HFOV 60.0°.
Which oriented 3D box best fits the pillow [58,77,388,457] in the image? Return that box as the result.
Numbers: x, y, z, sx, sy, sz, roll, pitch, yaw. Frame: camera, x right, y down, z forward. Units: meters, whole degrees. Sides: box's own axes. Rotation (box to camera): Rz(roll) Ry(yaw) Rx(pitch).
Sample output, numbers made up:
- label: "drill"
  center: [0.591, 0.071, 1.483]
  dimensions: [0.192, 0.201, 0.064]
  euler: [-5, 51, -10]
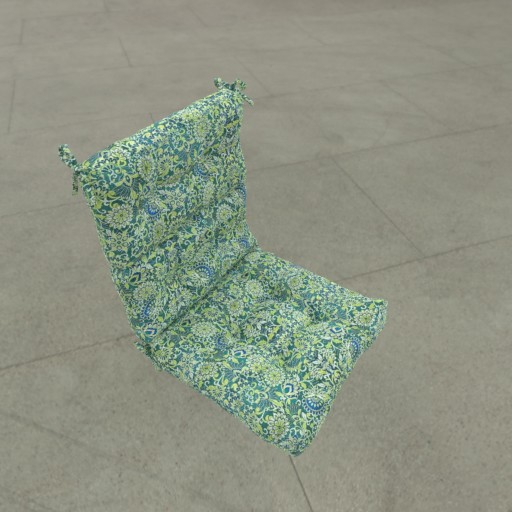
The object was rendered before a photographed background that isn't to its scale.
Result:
- label: "pillow"
  center: [0.000, 0.000, 1.026]
  dimensions: [0.571, 0.605, 0.519]
  euler: [25, 48, 25]
